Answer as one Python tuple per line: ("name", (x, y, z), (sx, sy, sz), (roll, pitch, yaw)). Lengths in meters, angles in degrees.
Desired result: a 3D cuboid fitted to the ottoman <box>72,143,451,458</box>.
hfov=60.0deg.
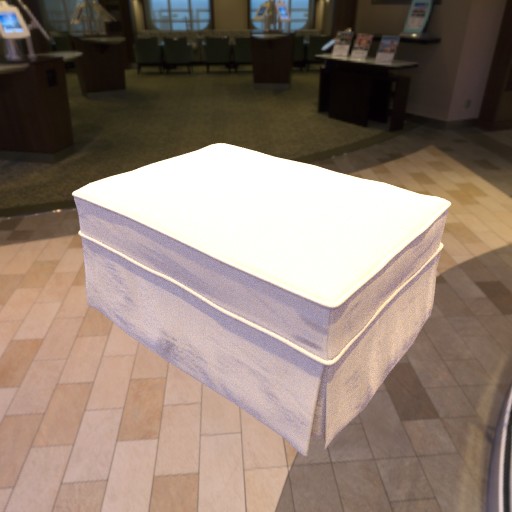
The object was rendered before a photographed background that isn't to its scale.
("ottoman", (0.000, 0.000, 1.356), (0.944, 0.479, 0.703), (22, 37, 33))
